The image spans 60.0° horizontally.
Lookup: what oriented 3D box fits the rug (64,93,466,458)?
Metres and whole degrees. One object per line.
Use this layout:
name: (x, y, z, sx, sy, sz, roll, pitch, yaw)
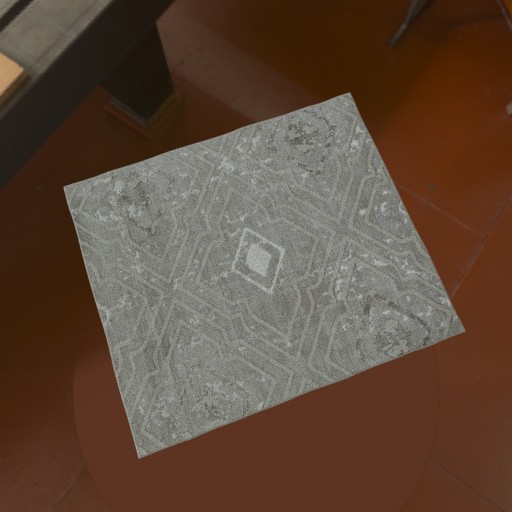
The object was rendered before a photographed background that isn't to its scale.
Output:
rug: (0.000, 0.000, 0.868, 0.639, 0.006, 0.548, -20, 76, -5)
